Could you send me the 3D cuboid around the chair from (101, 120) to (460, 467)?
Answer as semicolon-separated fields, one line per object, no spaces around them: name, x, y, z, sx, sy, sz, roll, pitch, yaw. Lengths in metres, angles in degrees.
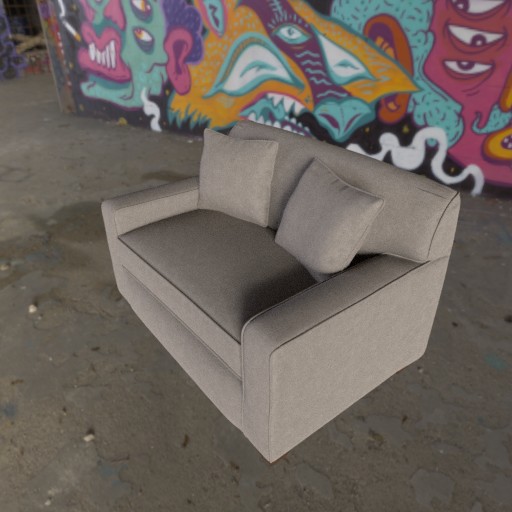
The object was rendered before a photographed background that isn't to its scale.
chair;0.000;0.000;2.098;0.992;0.953;1.395;-22;37;-32
